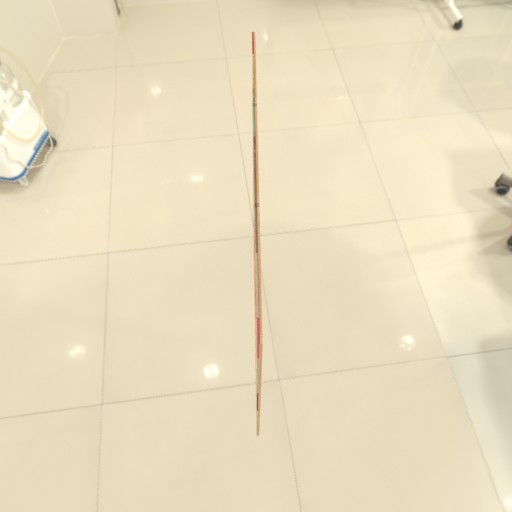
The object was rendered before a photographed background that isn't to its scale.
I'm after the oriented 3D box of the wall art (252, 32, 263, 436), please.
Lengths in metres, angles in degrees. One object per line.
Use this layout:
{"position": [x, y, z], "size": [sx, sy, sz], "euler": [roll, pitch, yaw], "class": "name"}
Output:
{"position": [0.000, 0.000, 1.858], "size": [0.013, 1.220, 1.216], "euler": [-1, 59, 0], "class": "wall art"}
